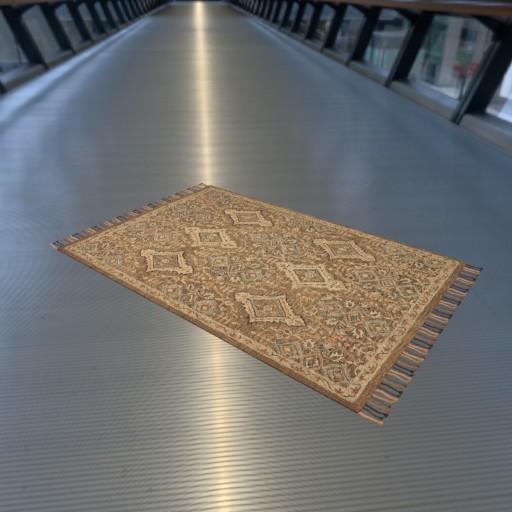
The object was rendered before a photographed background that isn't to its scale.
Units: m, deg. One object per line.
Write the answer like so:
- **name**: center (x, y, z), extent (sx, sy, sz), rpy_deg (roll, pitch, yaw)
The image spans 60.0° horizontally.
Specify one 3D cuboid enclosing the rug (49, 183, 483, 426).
- **rug**: center (0.000, 0.000, 2.911), extent (2.434, 0.010, 1.516), rpy_deg (21, 36, 32)
